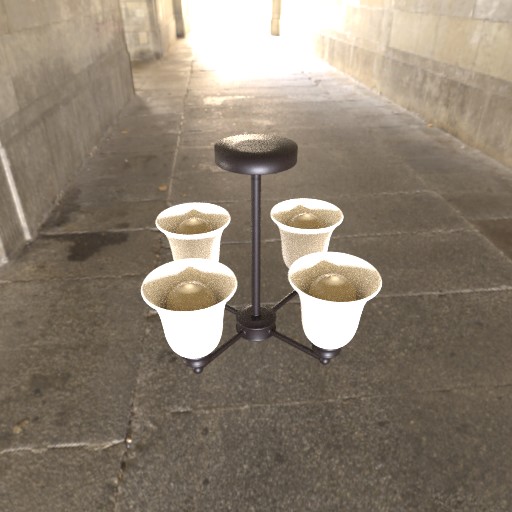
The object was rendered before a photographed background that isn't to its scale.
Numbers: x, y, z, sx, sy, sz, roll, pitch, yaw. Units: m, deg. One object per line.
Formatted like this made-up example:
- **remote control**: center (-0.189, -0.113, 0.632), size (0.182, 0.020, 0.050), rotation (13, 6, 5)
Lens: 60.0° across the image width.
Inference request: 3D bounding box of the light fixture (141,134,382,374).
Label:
- **light fixture**: center (0.000, 0.000, 1.832), size (1.069, 0.925, 1.069), rotation (23, 38, 33)
